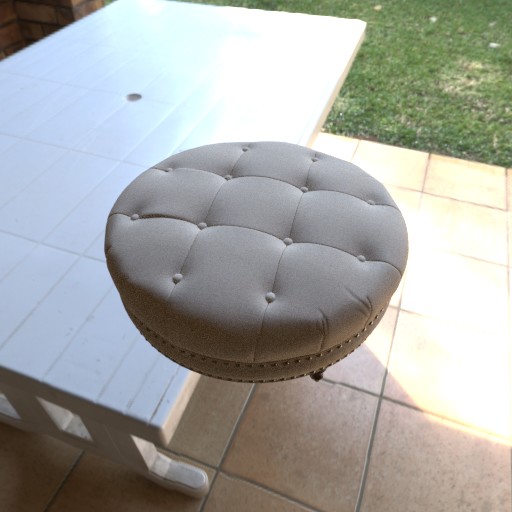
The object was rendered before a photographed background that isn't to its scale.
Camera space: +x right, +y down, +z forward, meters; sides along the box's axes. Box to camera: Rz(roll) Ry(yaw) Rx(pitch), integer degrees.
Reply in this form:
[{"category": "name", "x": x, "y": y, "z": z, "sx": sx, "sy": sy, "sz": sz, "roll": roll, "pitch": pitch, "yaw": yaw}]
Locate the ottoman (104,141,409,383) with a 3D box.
[{"category": "ottoman", "x": 0.000, "y": 0.000, "z": 1.505, "sx": 0.940, "sy": 0.483, "sz": 0.940, "roll": 0, "pitch": 45, "yaw": 0}]
